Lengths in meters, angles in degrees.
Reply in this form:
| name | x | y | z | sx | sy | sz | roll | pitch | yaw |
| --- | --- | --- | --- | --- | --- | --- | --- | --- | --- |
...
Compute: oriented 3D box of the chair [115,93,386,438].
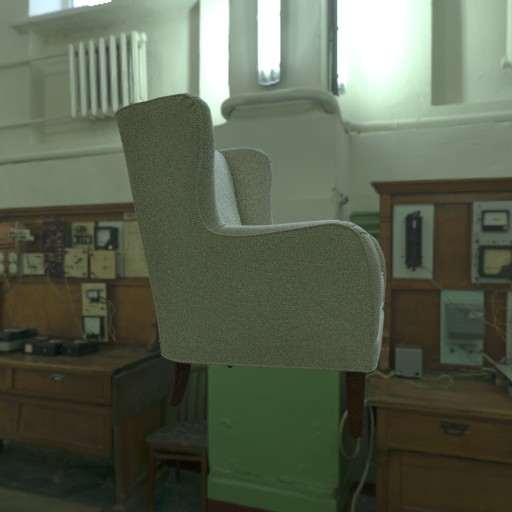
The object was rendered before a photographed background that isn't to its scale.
| name | x | y | z | sx | sy | sz | roll | pitch | yaw |
| --- | --- | --- | --- | --- | --- | --- | --- | --- | --- |
| chair | 0.000 | 0.000 | 1.737 | 0.966 | 1.040 | 0.838 | 0 | 0 | 17 |
